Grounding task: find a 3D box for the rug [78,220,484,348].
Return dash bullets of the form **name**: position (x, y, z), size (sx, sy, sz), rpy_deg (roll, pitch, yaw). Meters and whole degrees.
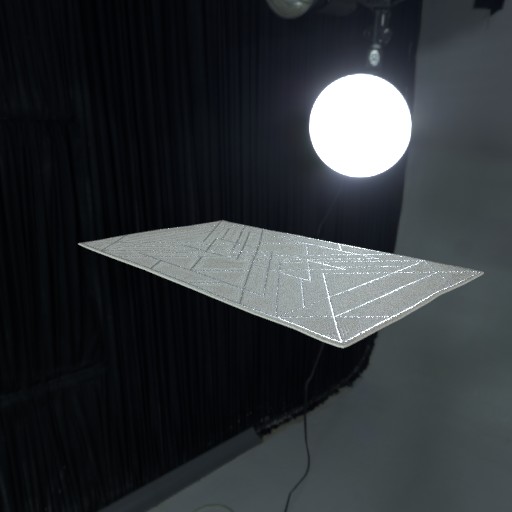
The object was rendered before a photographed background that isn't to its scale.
- **rug**: position (0.000, 0.000, 1.071), size (0.511, 0.008, 0.869), rpy_deg (-14, 20, -42)
